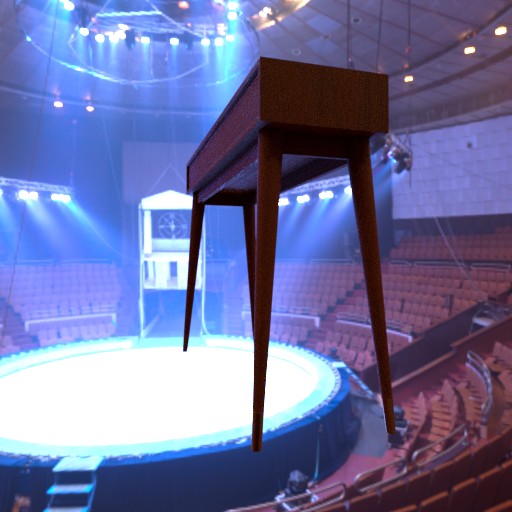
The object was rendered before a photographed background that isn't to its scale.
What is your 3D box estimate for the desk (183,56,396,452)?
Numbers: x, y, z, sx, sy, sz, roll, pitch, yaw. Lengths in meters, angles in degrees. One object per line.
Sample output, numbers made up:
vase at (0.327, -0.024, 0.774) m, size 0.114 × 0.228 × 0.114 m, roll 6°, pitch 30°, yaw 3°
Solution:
desk at (0.000, 0.000, 1.651) m, size 0.384 × 0.917 × 1.204 m, roll 0°, pitch -1°, yaw -17°
